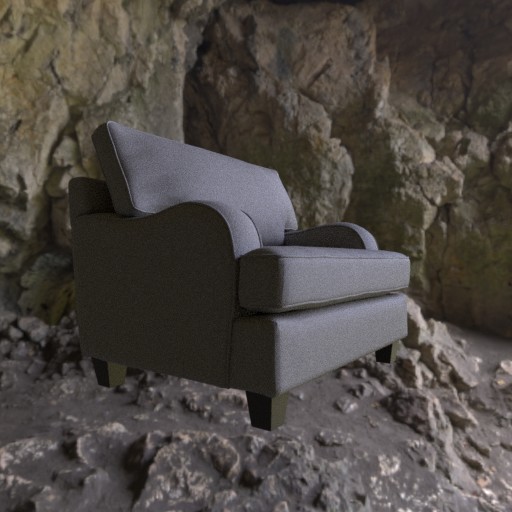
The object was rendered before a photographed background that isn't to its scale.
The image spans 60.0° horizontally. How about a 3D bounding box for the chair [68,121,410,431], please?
[{"bbox_3d":[0.000,0.000,1.967,1.040,1.016,1.220,0,-1,36],"label":"chair"}]
